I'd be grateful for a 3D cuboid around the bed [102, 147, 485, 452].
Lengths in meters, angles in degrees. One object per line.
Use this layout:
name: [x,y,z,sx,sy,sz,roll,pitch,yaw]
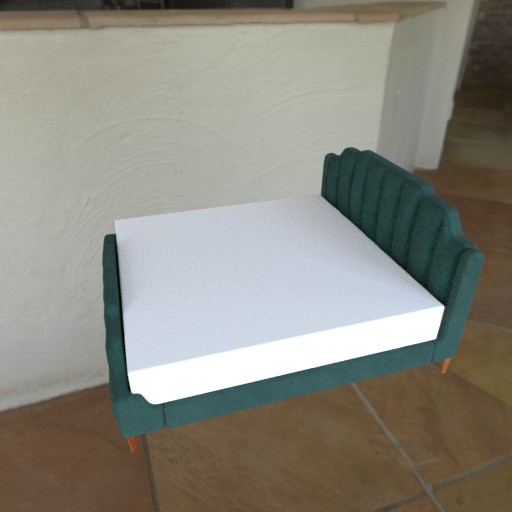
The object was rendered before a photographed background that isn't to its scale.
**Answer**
bed: [0.000,0.000,3.475,2.340,1.245,2.074,-9,32,-15]
